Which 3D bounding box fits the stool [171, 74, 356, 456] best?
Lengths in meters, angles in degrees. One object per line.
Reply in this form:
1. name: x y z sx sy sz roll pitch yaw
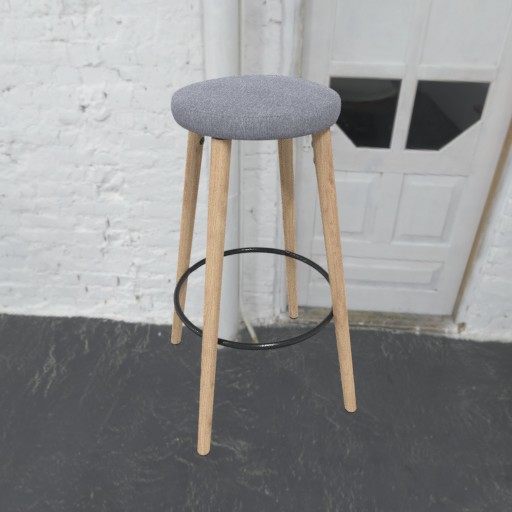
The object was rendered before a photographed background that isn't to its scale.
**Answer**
1. stool: 0.000 0.000 1.029 0.410 0.770 0.410 -10 34 -15
